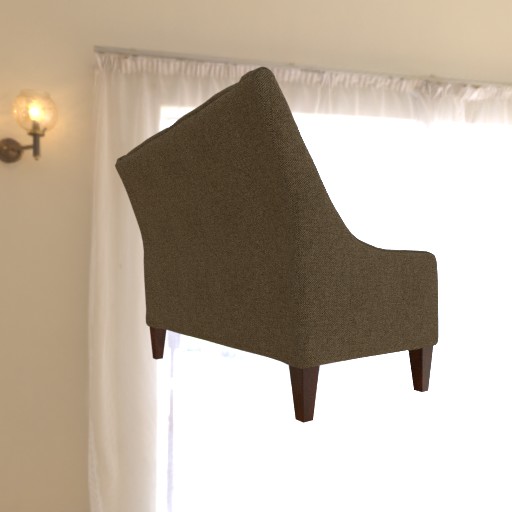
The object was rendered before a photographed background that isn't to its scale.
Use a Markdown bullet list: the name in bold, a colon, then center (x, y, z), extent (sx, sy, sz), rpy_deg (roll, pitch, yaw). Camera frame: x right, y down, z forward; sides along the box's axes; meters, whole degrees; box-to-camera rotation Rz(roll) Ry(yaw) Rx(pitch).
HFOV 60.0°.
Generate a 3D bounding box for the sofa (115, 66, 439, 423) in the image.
- **sofa**: center (0.000, 0.000, 1.928), extent (0.870, 1.021, 1.242), rpy_deg (1, -2, -35)
